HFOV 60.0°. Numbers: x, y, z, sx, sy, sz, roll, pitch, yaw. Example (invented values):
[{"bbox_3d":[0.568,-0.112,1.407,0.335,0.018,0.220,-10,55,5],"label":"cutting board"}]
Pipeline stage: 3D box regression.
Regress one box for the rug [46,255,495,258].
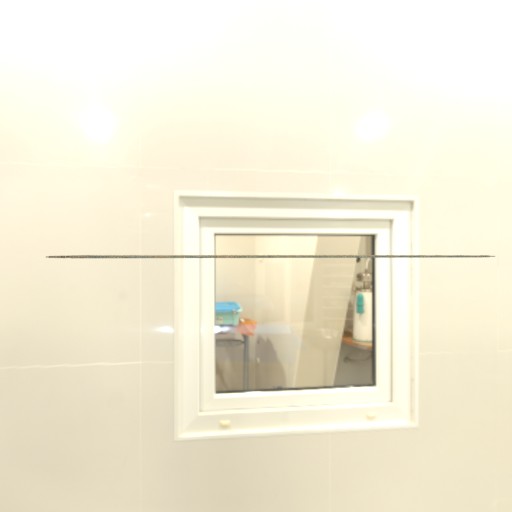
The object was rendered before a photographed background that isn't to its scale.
[{"bbox_3d":[0.000,0.000,2.223,1.730,0.009,1.278,0,0,-16],"label":"rug"}]
